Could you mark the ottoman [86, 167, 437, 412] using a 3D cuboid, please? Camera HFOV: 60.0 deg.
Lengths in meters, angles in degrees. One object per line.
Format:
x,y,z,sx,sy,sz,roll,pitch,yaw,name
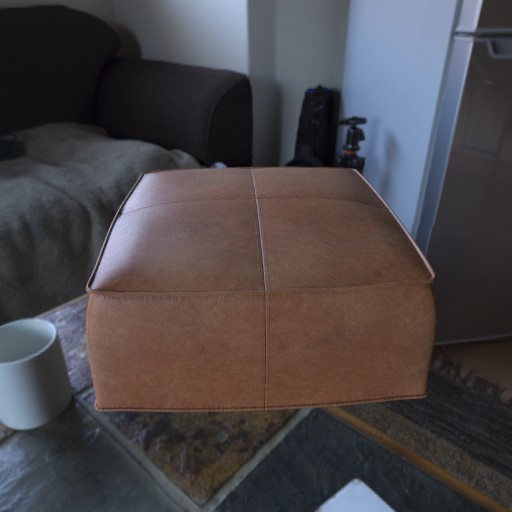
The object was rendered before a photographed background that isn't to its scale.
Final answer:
0.000,0.000,1.409,0.902,0.395,0.901,-2,30,-3,ottoman
